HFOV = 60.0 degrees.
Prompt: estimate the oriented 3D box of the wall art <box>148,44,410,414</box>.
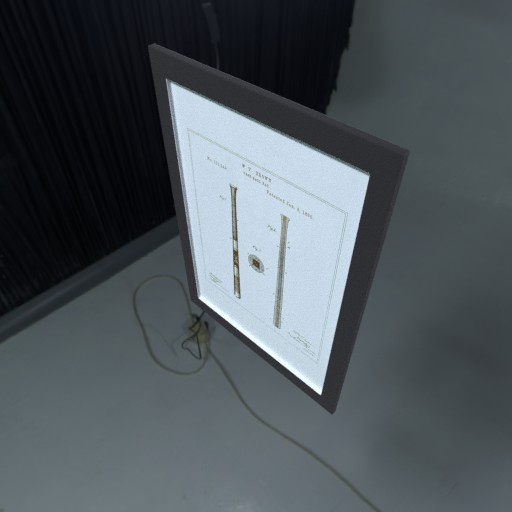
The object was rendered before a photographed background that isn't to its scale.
[{"bbox_3d":[0.000,0.000,0.678,0.374,0.529,0.012,34,54,28],"label":"wall art"}]
